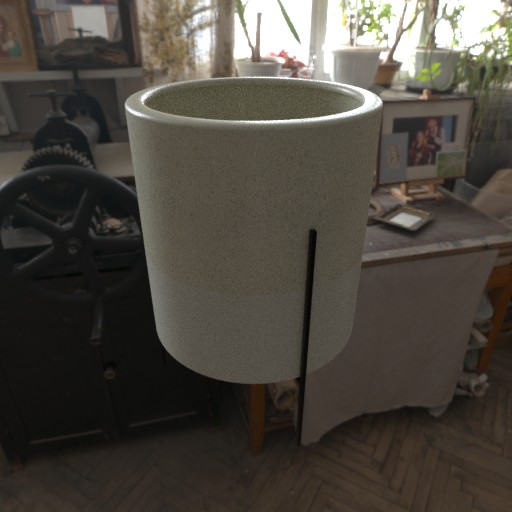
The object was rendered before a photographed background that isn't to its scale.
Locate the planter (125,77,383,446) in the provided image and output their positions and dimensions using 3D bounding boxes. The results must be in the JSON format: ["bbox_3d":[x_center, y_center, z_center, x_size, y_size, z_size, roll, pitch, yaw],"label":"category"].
[{"bbox_3d":[0.000,0.000,0.693,0.324,0.483,0.333,20,36,31],"label":"planter"}]
